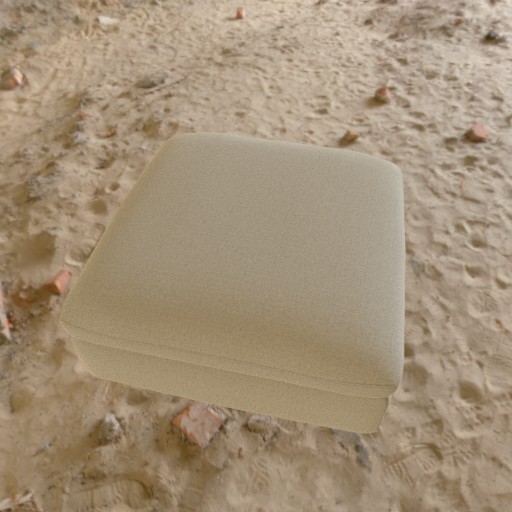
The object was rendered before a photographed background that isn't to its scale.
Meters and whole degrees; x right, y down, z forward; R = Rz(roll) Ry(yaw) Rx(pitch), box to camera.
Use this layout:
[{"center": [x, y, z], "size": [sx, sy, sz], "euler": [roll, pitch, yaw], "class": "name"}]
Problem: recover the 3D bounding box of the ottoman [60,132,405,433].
[{"center": [0.000, 0.000, 1.573], "size": [0.977, 0.467, 0.996], "euler": [9, 49, 8], "class": "ottoman"}]
